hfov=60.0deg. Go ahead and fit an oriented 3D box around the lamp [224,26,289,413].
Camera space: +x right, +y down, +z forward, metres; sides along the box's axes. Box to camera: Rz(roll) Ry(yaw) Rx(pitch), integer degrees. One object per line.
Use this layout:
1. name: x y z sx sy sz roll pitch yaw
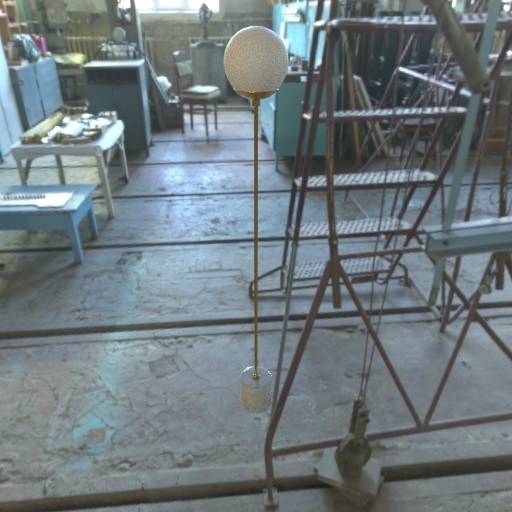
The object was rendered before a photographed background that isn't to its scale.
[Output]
1. lamp: 0.000 0.000 1.902 0.224 1.753 0.224 22 36 33
